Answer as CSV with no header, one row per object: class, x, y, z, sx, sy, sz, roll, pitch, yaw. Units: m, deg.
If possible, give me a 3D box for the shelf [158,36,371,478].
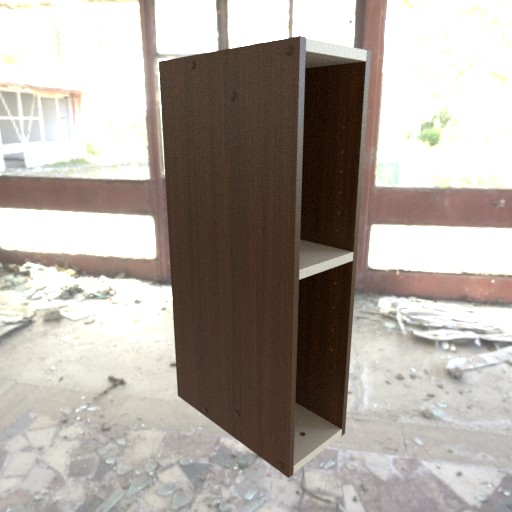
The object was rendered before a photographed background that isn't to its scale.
shelf,0.000,0.000,0.723,0.147,0.600,0.290,-15,22,-42
